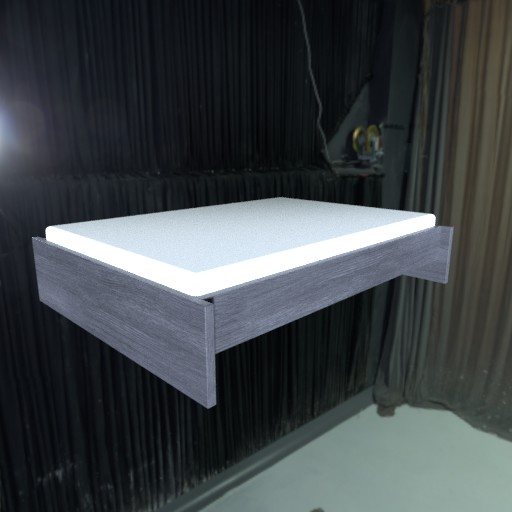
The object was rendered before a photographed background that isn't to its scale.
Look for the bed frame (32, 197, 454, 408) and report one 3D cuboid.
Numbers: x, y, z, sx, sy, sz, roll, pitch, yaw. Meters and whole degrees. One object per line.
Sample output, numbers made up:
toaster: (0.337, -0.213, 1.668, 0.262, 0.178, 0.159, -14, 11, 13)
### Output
bed frame: (0.000, 0.000, 2.600, 1.490, 0.432, 1.950, 14, 20, 43)
